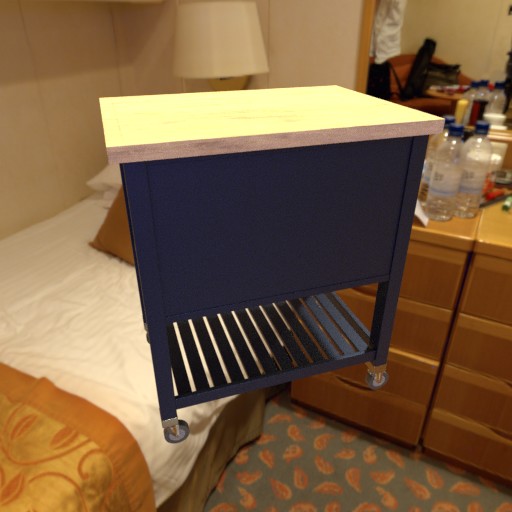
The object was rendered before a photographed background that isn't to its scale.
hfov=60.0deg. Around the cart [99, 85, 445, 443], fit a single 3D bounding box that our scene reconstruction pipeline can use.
[{"bbox_3d":[0.000,0.000,1.421,0.797,0.920,0.567,-9,30,-16],"label":"cart"}]
